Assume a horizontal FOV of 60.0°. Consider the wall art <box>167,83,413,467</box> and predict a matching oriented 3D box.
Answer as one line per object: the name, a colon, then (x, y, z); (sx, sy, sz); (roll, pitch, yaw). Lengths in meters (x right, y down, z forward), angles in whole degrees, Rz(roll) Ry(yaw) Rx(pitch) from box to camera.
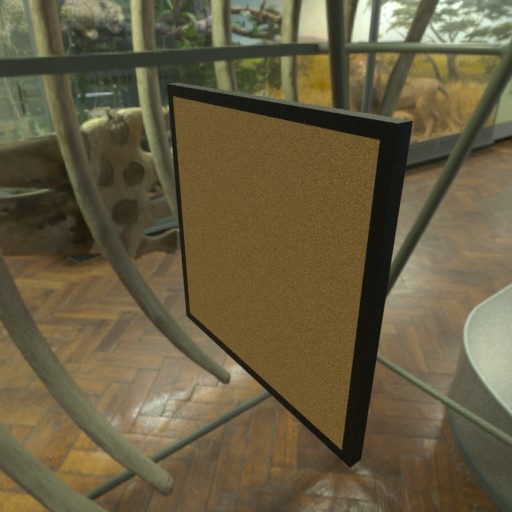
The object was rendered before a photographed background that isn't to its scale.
wall art: (0.000, 0.000, 1.121); (0.038, 0.762, 0.762); (-19, 32, -33)
